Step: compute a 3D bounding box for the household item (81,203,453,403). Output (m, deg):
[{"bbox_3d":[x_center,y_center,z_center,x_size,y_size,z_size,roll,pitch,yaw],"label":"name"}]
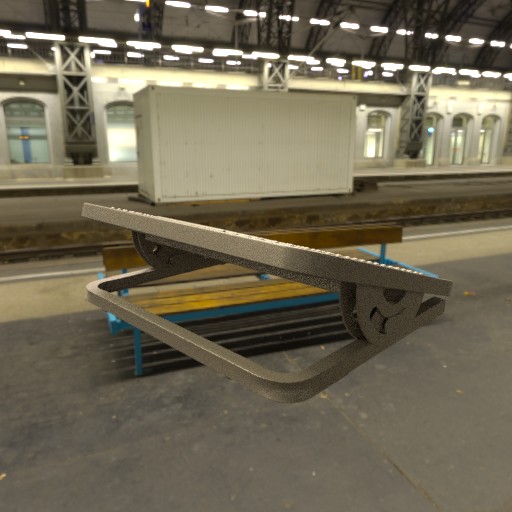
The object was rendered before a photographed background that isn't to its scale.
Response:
[{"bbox_3d":[0.000,0.000,0.550,0.390,0.126,0.301,14,20,43],"label":"household item"}]
